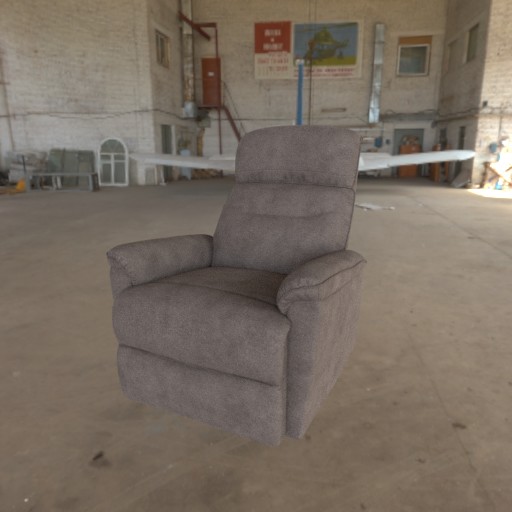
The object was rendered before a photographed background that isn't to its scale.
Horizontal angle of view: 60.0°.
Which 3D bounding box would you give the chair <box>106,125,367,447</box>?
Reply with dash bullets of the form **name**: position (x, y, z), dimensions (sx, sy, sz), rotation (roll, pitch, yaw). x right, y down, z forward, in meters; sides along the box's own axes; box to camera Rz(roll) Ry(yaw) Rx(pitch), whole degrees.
- **chair**: position (0.000, 0.000, 1.777), dimensions (0.830, 1.036, 1.009), rotation (7, 16, 26)
